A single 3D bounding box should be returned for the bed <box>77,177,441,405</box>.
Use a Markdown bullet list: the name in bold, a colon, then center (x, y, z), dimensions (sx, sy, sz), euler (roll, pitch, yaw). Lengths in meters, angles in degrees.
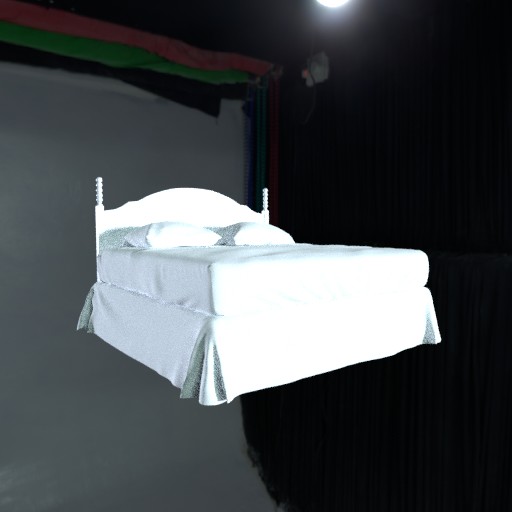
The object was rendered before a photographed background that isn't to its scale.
- **bed**: center (0.000, 0.000, 3.657), dimensions (2.322, 1.355, 2.219), euler (-3, 5, -36)
